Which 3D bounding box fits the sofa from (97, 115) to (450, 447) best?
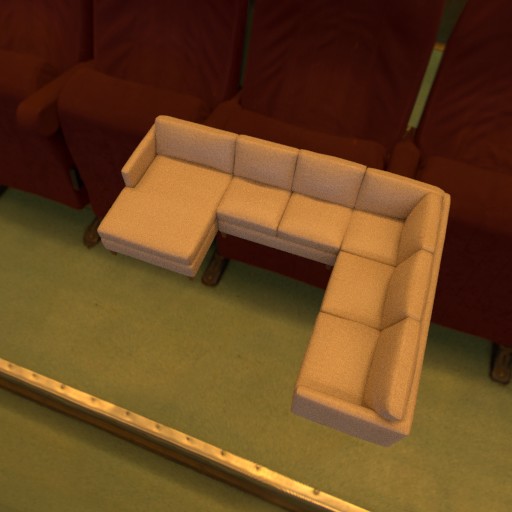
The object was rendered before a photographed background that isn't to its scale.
[{"bbox_3d":[0.000,0.000,4.543,3.460,0.961,2.594,17,60,11],"label":"sofa"}]
